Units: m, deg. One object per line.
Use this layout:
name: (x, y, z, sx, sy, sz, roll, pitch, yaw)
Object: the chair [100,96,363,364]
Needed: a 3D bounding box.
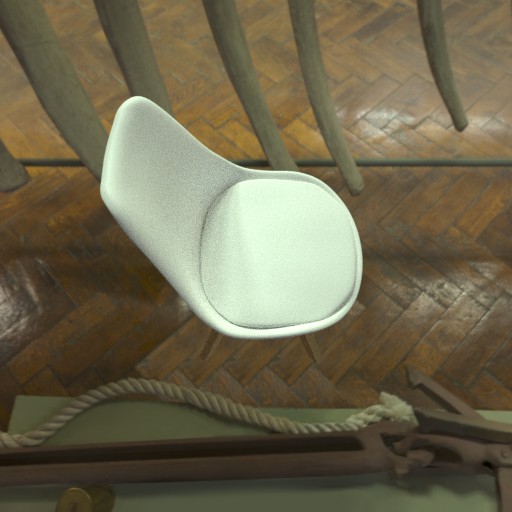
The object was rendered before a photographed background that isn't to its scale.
chair: (0.000, 0.000, 1.174, 0.550, 0.849, 0.485, 1, 63, 1)
